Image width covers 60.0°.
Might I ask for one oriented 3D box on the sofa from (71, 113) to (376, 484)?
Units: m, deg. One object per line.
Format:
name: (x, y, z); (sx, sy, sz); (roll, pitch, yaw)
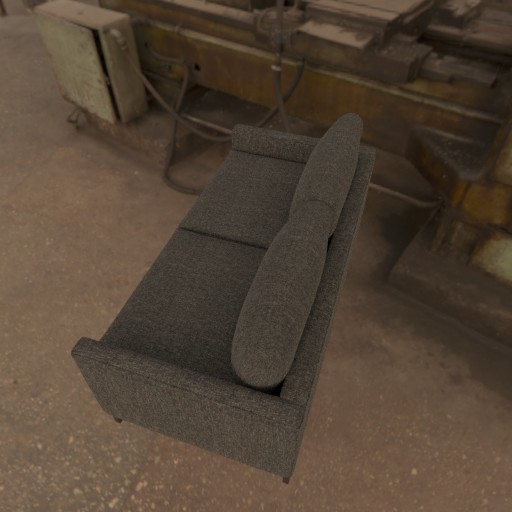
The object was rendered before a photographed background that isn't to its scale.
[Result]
sofa: (0.000, 0.000, 2.167); (0.866, 0.862, 1.716); (14, 47, 13)
